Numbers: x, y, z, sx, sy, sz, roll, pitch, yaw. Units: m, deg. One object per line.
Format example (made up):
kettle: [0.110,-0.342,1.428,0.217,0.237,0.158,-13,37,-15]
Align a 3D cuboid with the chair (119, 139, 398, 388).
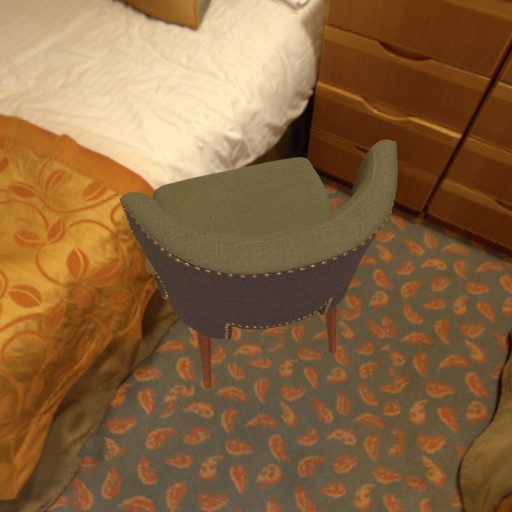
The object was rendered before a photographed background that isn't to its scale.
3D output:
chair: [0.000,0.000,1.240,0.595,0.863,0.581,-13,60,-8]
